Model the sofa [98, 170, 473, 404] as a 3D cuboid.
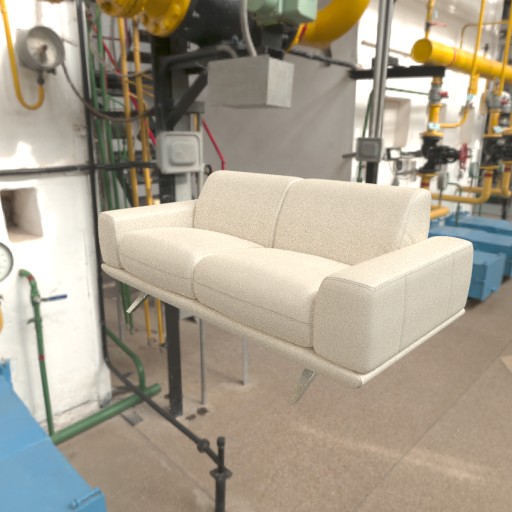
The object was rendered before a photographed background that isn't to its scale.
[{"bbox_3d":[0.000,0.000,2.356,0.900,0.772,1.901,-15,22,-43],"label":"sofa"}]
